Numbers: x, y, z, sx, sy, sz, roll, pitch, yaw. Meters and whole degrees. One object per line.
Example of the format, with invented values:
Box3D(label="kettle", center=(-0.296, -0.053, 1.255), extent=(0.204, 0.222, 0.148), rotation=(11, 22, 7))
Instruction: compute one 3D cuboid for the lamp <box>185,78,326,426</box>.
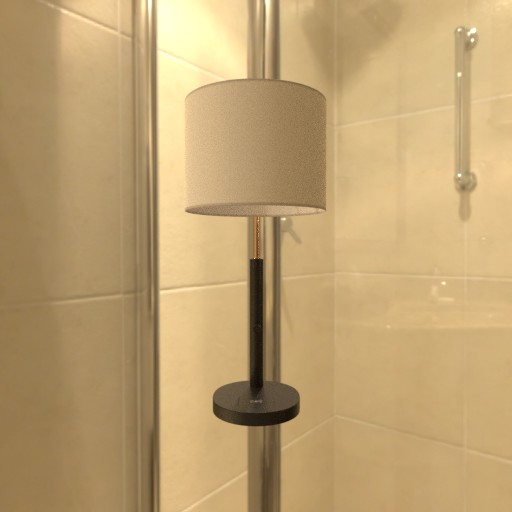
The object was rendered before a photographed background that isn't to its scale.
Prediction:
Box3D(label="lamp", center=(0.000, 0.000, 0.703), extent=(0.199, 0.540, 0.337), rotation=(0, 1, 1))
